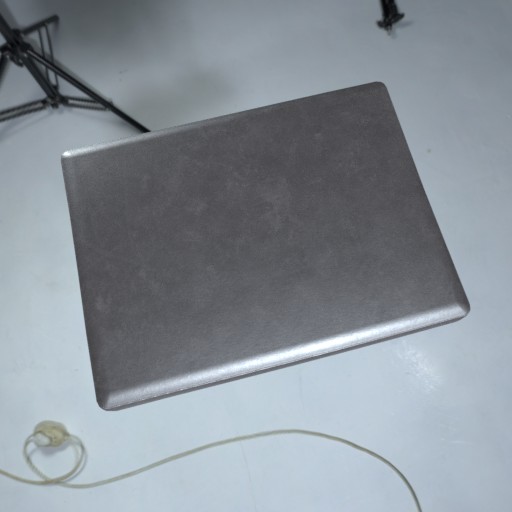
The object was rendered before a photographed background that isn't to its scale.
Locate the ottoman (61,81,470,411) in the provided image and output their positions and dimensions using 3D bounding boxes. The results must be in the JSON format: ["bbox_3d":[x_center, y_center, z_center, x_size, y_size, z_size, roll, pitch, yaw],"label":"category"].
[{"bbox_3d":[0.000,0.000,1.168,0.795,0.498,0.590,-14,75,-4],"label":"ottoman"}]
